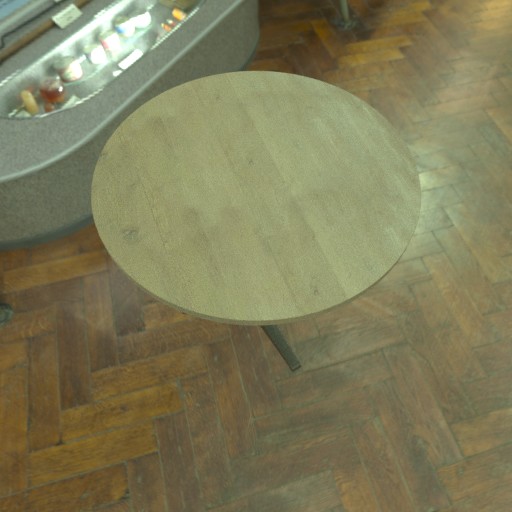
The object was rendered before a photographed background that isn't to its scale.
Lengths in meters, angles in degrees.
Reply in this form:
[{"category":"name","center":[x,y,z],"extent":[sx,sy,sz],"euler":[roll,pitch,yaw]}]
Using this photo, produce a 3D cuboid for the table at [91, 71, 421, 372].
[{"category":"table","center":[0.000,0.000,1.422],"extent":[0.800,0.780,0.800],"euler":[0,58,0]}]
